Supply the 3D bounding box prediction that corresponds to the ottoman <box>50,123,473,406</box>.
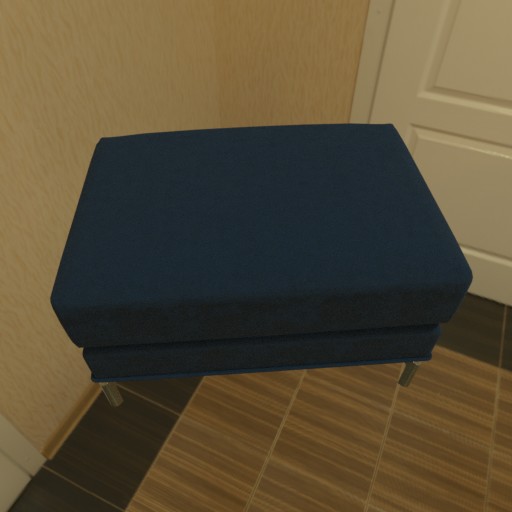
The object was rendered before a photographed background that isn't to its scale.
[{"bbox_3d":[0.000,0.000,1.181,0.835,0.498,0.587,-3,47,-3],"label":"ottoman"}]
